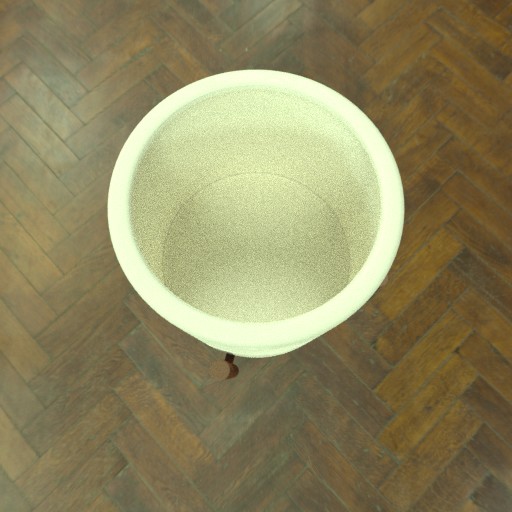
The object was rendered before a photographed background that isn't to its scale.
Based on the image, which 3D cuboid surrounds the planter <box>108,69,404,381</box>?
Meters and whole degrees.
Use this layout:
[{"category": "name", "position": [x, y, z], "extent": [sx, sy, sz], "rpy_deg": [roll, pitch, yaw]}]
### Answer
[{"category": "planter", "position": [0.000, 0.000, 0.505], "extent": [0.224, 0.358, 0.224], "rpy_deg": [-28, 77, -7]}]
